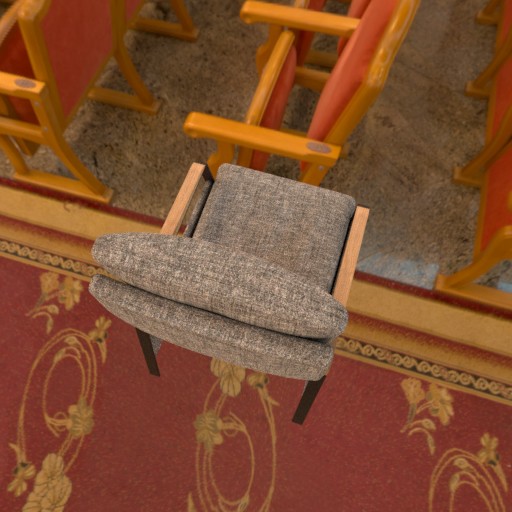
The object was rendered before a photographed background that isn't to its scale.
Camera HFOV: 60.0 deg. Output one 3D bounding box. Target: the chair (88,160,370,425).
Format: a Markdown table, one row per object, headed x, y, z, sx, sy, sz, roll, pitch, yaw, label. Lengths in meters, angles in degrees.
| x | y | z | sx | sy | sz | roll | pitch | yaw | label |
| --- | --- | --- | --- | --- | --- | --- | --- | --- | --- |
| 0.000 | 0.000 | 1.551 | 0.671 | 1.042 | 0.868 | 16 | 66 | 7 | chair |
